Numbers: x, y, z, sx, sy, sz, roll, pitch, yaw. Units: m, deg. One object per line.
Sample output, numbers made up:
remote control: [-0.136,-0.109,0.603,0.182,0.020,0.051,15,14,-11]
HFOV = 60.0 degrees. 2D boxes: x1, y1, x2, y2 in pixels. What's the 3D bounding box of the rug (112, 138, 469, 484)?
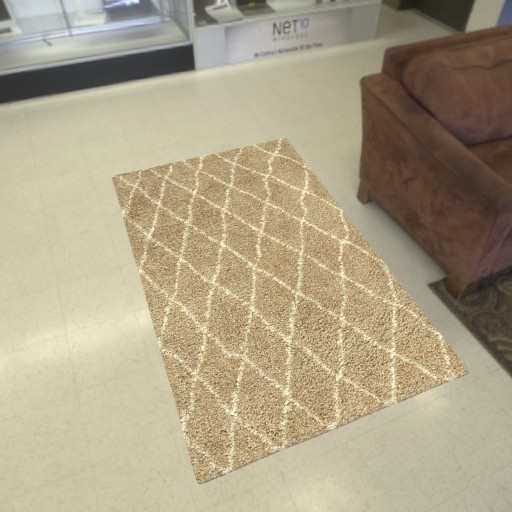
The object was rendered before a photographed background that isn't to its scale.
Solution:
rug: [0.000,0.000,2.962,1.524,0.030,2.438,-16,49,-14]
